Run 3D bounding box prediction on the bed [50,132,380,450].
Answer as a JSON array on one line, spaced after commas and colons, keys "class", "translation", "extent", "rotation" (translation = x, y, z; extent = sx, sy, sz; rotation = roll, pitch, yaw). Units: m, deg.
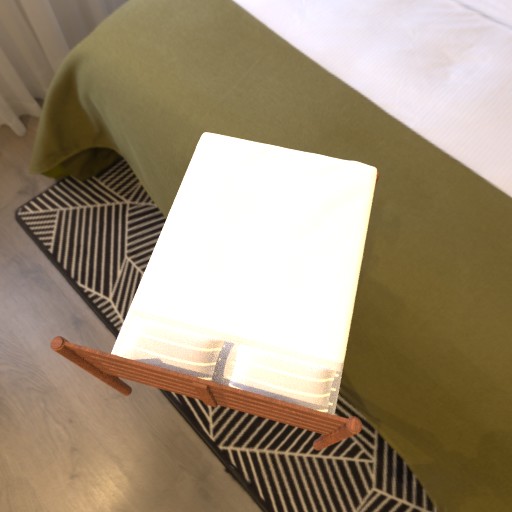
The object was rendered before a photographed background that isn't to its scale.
[{"class": "bed", "translation": [0.000, 0.000, 3.062], "extent": [1.509, 1.304, 2.093], "rotation": [13, 64, 7]}]
